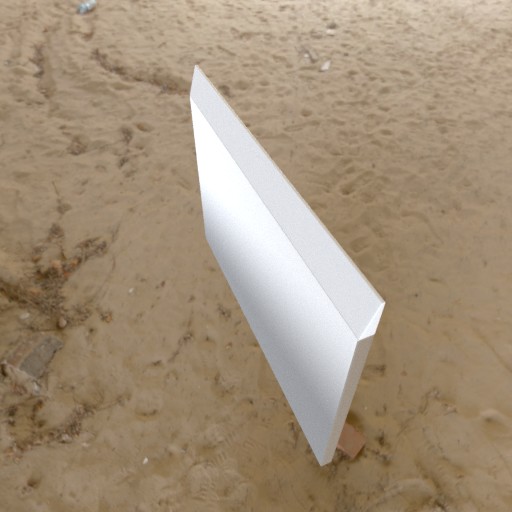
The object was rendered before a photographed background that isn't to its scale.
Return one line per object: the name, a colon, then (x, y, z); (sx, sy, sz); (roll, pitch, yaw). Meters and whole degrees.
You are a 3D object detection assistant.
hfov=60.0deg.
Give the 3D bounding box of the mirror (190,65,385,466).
mirror: (0.000, 0.000, 1.129); (0.030, 0.630, 0.870); (-17, 49, -16)
